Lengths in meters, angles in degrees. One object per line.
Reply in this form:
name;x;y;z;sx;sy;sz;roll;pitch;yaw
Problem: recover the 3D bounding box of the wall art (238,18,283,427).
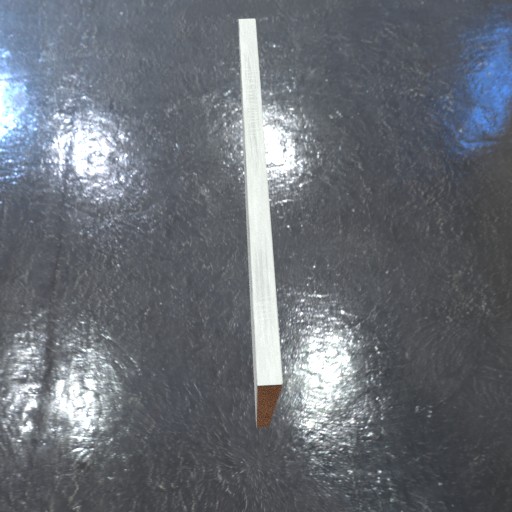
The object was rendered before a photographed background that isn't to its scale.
wall art;0.000;0.000;0.448;0.015;0.303;0.303;-3;65;-1
